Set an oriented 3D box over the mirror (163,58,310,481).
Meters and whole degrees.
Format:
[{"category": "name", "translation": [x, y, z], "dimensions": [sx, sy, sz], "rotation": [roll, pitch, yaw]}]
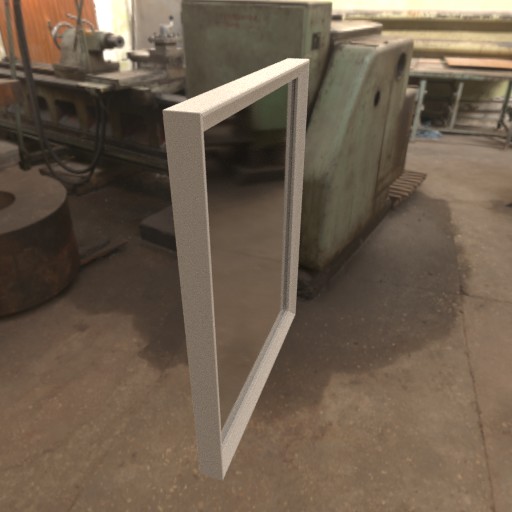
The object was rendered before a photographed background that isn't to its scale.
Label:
[{"category": "mirror", "translation": [0.000, 0.000, 0.672], "dimensions": [0.041, 0.509, 0.406], "rotation": [10, 32, 16]}]
